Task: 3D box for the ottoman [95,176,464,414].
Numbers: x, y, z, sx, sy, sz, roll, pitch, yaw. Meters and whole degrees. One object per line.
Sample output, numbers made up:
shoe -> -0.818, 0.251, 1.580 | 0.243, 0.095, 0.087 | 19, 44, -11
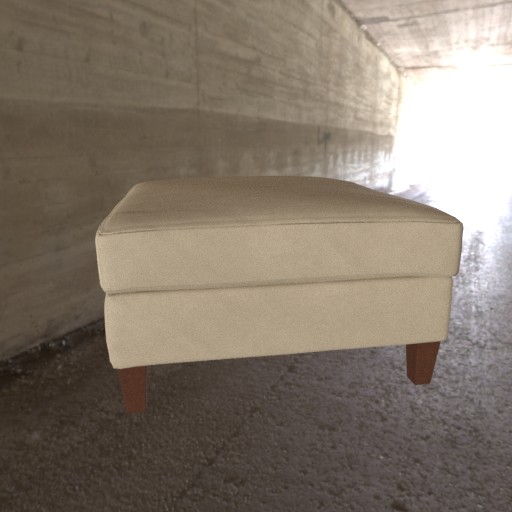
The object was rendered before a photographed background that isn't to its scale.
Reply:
ottoman -> 0.000, 0.000, 1.456 | 0.836, 0.492, 1.002 | -3, 15, -10
